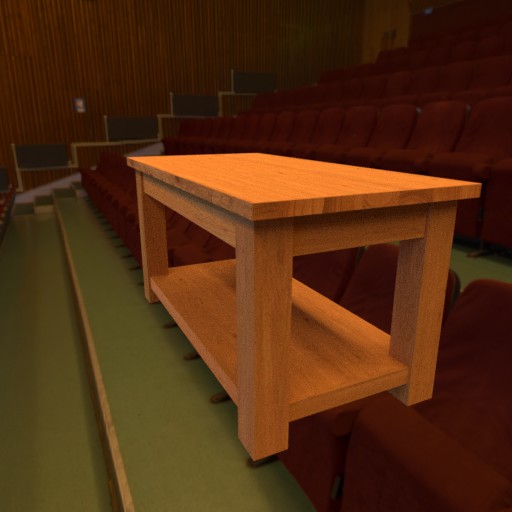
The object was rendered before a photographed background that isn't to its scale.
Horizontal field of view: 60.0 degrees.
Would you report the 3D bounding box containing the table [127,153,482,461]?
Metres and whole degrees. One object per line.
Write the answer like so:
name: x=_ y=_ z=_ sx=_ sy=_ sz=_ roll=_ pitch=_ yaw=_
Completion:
table: x=0.000 y=0.000 z=1.140 sx=0.450 sy=0.452 sz=0.899 roll=-8 pitch=19 yaw=-25
